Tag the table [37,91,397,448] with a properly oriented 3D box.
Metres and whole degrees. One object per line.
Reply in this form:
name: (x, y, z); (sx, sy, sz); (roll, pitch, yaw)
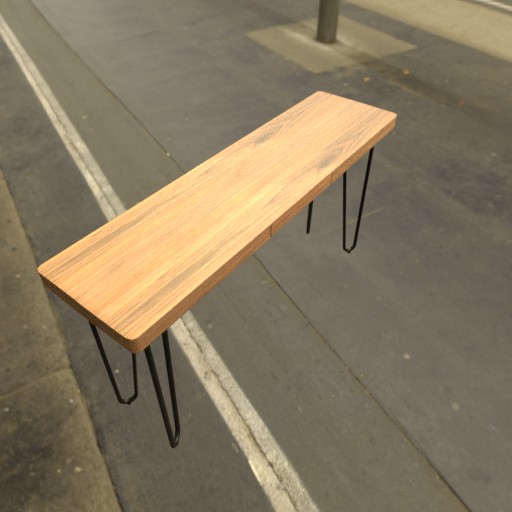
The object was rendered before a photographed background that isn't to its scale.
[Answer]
table: (0.000, 0.000, 1.932); (0.425, 0.834, 1.570); (28, 50, 26)
